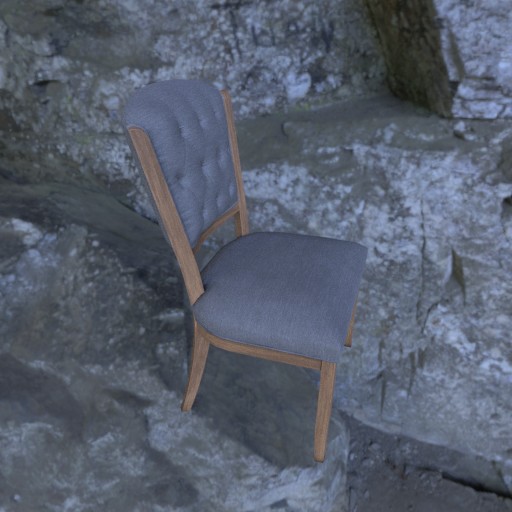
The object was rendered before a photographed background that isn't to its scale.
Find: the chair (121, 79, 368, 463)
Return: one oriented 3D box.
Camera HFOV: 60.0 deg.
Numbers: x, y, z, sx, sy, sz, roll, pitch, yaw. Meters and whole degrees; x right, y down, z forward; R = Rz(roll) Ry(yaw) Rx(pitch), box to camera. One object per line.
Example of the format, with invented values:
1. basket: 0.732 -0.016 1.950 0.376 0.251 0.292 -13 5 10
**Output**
1. chair: 0.000 0.000 1.259 0.584 0.905 0.513 10 31 16
